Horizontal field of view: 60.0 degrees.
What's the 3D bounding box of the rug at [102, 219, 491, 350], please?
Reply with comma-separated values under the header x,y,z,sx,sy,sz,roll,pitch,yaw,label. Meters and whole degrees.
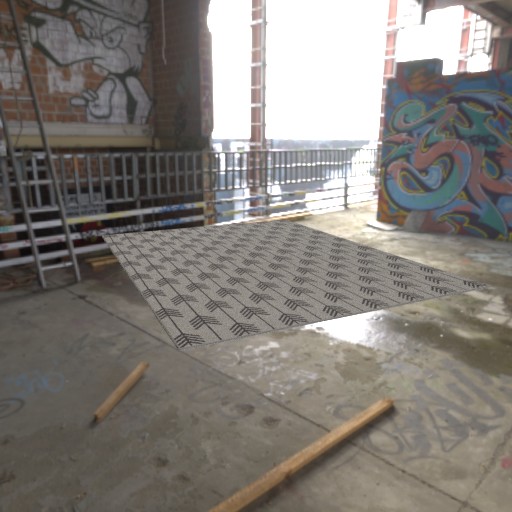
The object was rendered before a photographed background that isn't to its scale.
x,y,z,sx,sy,sz,roll,pitch,yaw,label
0.000,0.000,4.058,2.330,0.010,3.061,-7,16,-25,rug
